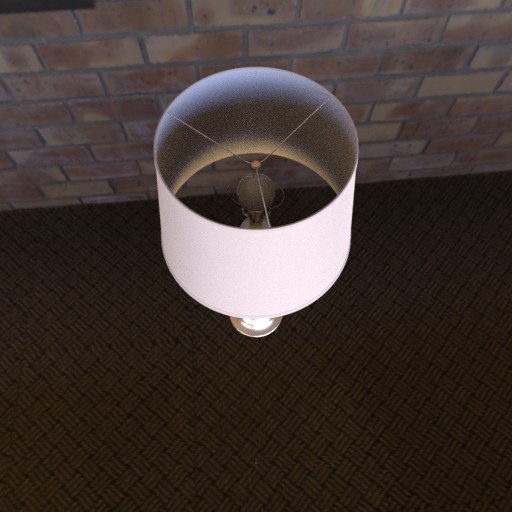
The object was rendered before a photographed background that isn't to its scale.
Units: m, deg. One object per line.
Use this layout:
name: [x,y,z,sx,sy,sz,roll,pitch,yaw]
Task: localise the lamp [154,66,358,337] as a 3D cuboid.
lamp: [0.000,0.000,0.882,0.331,0.698,0.331,0,65,0]
